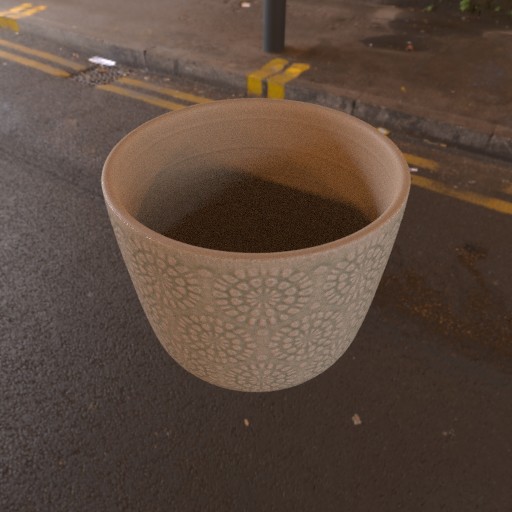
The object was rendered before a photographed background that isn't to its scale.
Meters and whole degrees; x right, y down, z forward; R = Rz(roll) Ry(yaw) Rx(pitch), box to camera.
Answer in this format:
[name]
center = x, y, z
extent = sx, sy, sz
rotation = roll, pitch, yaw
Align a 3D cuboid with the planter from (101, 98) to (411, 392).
[planter]
center = 0.000, 0.000, 0.219
extent = 0.124, 0.109, 0.124
rotation = 0, 42, 0
